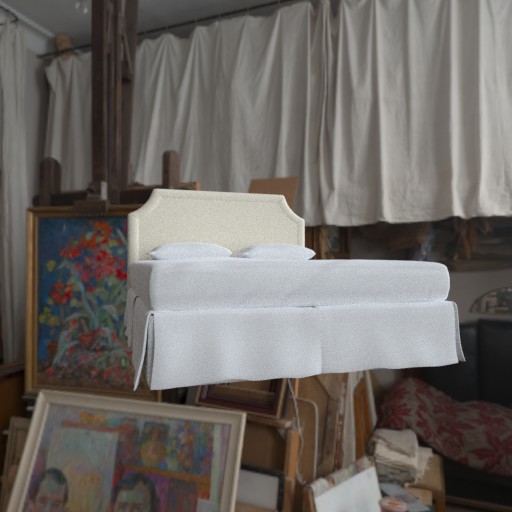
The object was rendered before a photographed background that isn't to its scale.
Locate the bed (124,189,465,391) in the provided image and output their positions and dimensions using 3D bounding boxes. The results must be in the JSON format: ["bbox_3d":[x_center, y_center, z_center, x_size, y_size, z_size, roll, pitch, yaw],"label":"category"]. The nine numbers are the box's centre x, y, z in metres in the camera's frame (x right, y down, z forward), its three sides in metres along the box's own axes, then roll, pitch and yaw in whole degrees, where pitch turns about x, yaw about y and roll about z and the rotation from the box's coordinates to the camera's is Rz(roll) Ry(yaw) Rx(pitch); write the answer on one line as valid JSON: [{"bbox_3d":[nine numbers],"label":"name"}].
[{"bbox_3d":[0.000,0.000,4.149,2.350,1.590,2.773,0,-1,-18],"label":"bed"}]
